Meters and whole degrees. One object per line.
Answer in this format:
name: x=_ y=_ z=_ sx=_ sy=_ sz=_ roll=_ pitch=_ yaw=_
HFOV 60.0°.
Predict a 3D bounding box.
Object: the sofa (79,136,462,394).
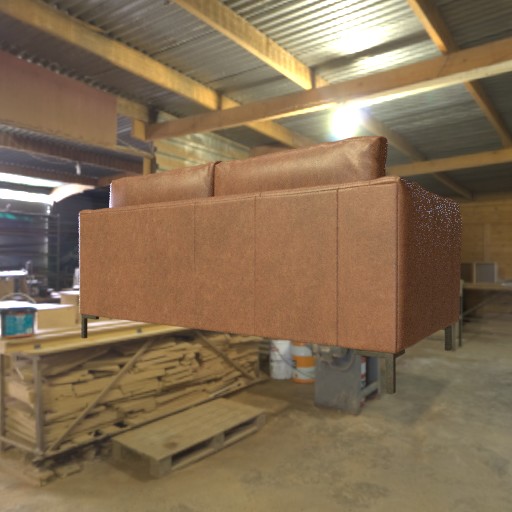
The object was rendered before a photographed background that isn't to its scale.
sofa: x=0.000 y=0.000 z=2.242 sx=1.797 sy=0.883 sz=0.899 roll=0 pitch=0 yaw=35
